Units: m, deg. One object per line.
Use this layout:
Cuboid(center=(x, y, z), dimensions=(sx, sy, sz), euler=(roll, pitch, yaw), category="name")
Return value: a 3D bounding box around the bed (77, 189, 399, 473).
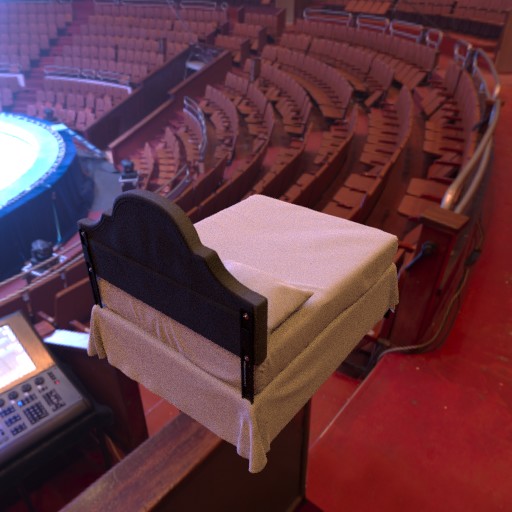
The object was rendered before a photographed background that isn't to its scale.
Cuboid(center=(0.000, 0.000, 3.464), dimensions=(1.780, 1.634, 2.222), euler=(22, 37, 33), category="bed")
